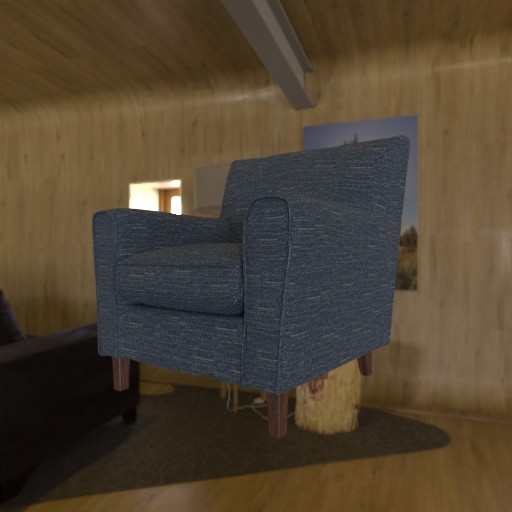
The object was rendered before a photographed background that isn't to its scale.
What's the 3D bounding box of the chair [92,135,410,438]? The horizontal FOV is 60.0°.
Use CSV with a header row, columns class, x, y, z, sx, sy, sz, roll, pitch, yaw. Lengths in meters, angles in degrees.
class,x,y,z,sx,sy,sz,roll,pitch,yaw
chair,0.000,0.000,1.630,0.864,0.928,0.873,1,1,36
